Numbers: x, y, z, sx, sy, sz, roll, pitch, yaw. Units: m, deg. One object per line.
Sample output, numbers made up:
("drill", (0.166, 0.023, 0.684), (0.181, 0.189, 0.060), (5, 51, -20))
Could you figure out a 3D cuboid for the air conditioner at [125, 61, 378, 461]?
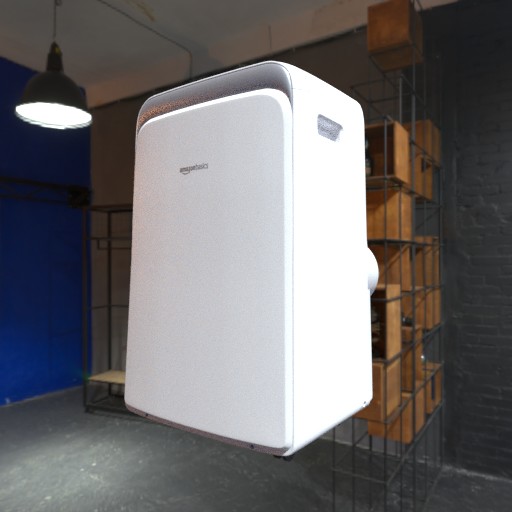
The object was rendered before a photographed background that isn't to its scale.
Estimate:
("air conditioner", (0.000, 0.000, 1.060), (0.478, 0.765, 0.467), (0, 0, 35))
